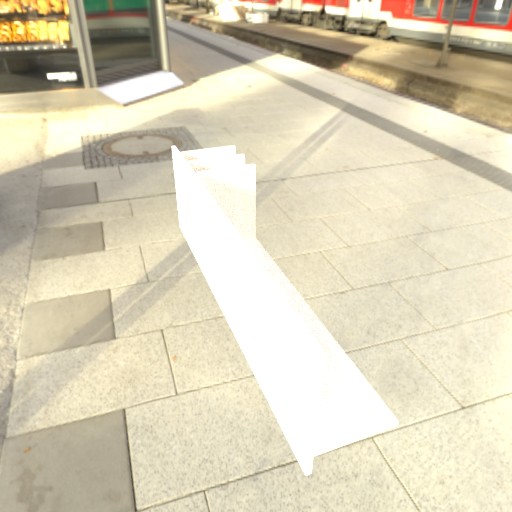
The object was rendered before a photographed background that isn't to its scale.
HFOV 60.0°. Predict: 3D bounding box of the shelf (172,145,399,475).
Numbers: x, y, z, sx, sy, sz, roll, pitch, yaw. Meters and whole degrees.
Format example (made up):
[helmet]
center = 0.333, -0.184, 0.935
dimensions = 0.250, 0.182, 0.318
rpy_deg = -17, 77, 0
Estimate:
[shelf]
center = 0.000, 0.000, 1.157
dimensions = 0.200, 0.300, 1.020
rpy_deg = -11, 34, -18
